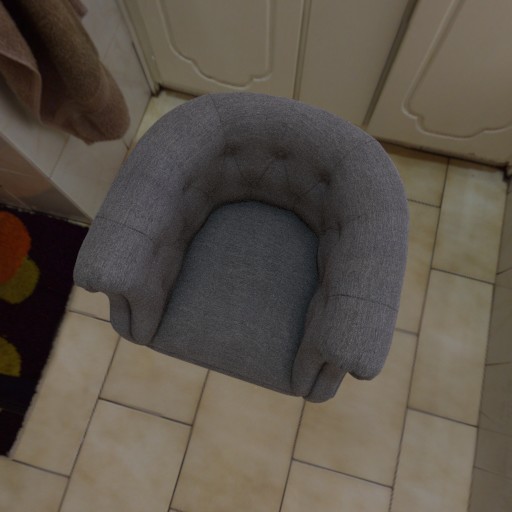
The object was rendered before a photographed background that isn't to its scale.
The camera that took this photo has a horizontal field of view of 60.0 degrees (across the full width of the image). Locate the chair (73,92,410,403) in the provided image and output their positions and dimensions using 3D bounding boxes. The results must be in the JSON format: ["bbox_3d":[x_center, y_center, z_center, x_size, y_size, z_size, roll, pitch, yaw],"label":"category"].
[{"bbox_3d":[0.000,0.000,1.603,0.905,0.827,0.852,17,74,5],"label":"chair"}]
